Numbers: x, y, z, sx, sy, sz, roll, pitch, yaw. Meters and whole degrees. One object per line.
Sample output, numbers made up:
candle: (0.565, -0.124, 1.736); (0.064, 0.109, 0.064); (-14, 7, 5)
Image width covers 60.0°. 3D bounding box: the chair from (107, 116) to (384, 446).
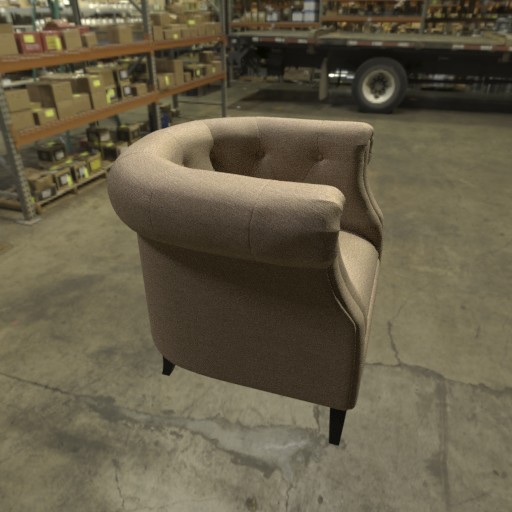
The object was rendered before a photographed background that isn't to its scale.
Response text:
chair: (0.000, 0.000, 1.572); (0.852, 0.827, 0.905); (9, 30, 16)
